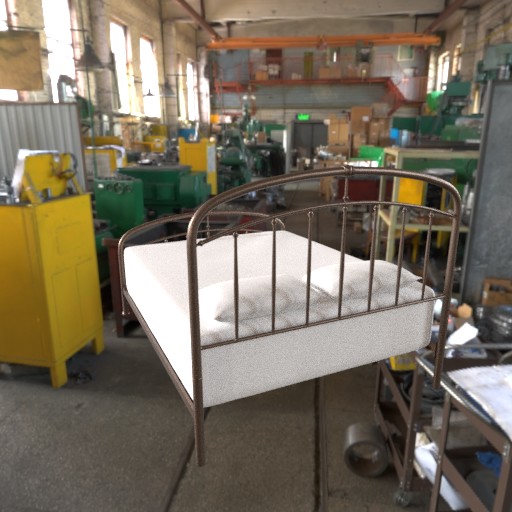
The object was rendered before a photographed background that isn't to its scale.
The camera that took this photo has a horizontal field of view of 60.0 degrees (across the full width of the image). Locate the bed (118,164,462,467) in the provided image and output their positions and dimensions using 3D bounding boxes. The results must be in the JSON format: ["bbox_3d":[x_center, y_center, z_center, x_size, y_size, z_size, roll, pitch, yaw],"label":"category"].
[{"bbox_3d":[0.000,0.000,3.323,1.711,1.475,2.168,-7,17,-25],"label":"bed"}]
